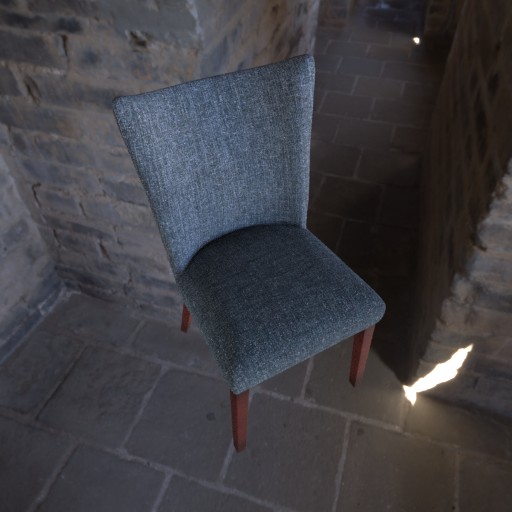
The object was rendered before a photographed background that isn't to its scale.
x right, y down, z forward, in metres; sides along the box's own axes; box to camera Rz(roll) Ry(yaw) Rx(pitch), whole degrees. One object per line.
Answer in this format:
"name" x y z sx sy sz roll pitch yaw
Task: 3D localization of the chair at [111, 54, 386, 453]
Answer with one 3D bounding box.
"chair" 0.000 0.000 1.278 0.535 0.924 0.623 -22 49 -20
